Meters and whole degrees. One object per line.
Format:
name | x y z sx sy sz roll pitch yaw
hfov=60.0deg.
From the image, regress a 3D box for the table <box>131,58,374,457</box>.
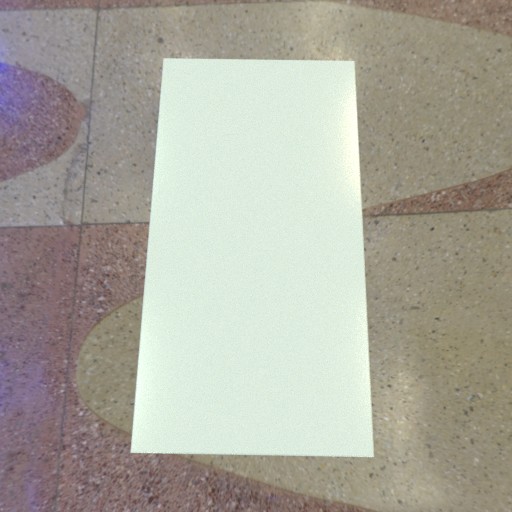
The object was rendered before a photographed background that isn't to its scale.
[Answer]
table | 0.000 0.000 1.372 0.559 0.457 1.067 1 75 0
